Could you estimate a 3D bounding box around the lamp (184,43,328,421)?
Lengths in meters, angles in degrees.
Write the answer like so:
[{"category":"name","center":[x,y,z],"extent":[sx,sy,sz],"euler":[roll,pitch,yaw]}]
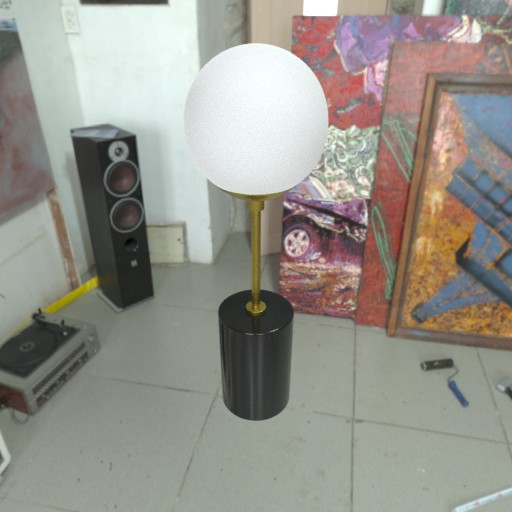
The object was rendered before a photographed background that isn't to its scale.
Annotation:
[{"category":"lamp","center":[0.000,0.000,0.554],"extent":[0.153,0.480,0.153],"euler":[0,29,0]}]
